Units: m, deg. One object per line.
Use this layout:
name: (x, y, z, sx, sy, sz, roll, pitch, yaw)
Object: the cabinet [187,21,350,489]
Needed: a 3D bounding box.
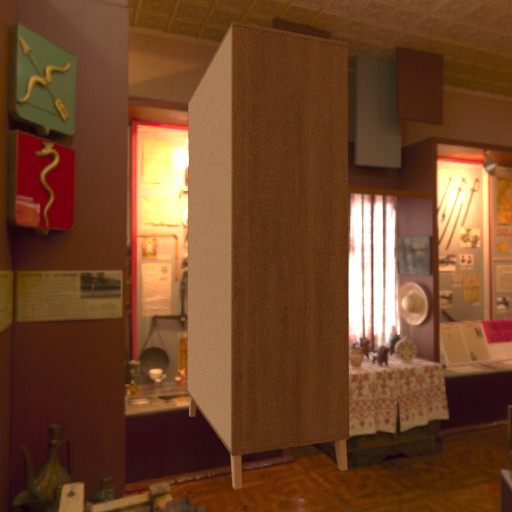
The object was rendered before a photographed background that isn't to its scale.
cabinet: (0.000, 0.000, 2.455, 0.571, 1.999, 1.006, 0, -1, -20)
